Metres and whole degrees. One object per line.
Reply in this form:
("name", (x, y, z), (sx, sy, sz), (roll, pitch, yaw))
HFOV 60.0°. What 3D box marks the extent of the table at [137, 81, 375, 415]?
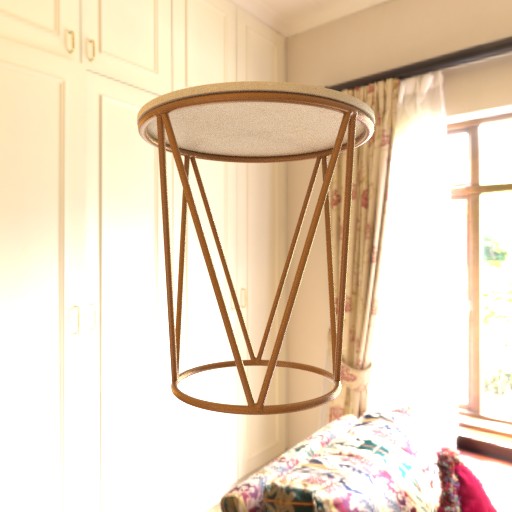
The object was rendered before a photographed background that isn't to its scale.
("table", (0.000, 0.000, 0.964), (0.500, 0.564, 0.500), (0, 0, 0))
